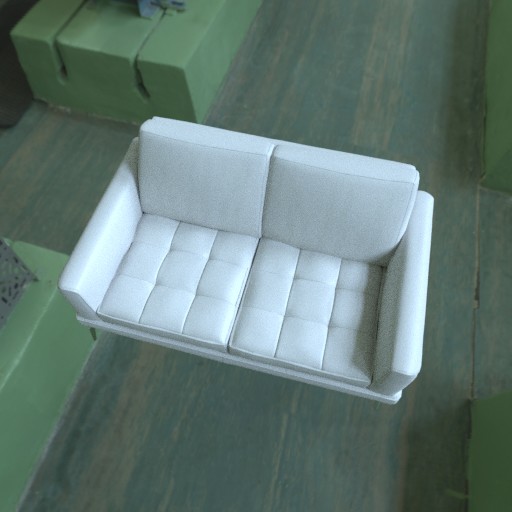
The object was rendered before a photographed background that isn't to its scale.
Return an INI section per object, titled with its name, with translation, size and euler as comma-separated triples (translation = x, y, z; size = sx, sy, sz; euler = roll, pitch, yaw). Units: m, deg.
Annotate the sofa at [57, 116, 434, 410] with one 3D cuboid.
[sofa]
translation = 0.000, 0.000, 2.443
size = 1.819, 0.930, 1.121
euler = 13, 60, 7
